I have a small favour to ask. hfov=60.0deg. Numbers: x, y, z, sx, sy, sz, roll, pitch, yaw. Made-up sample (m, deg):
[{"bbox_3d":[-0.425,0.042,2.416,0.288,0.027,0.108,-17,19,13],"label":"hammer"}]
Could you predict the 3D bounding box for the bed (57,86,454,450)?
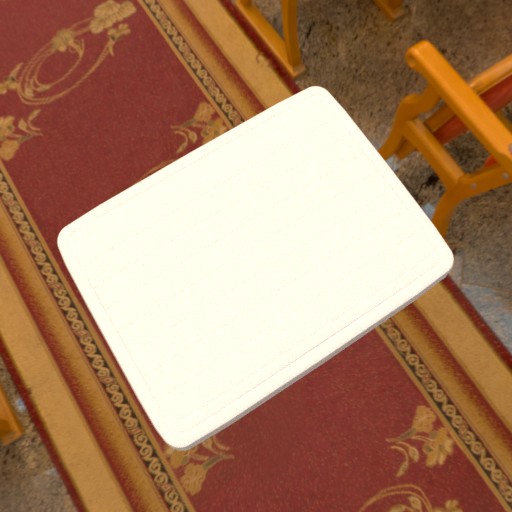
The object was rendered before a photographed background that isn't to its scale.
[{"bbox_3d":[0.000,0.000,2.764,2.036,0.460,1.520,-32,78,-8],"label":"bed"}]
